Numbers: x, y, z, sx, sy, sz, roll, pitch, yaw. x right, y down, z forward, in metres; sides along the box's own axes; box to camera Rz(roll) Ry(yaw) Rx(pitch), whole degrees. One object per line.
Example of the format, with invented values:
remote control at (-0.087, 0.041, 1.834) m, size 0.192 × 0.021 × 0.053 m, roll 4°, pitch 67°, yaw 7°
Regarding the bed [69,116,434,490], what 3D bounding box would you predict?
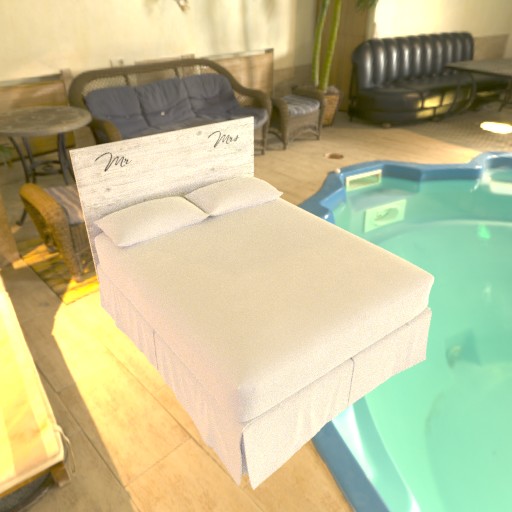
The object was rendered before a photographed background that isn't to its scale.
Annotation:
bed at (0.000, 0.000, 3.162) m, size 1.745 × 1.335 × 2.094 m, roll -21°, pitch 37°, yaw -31°
